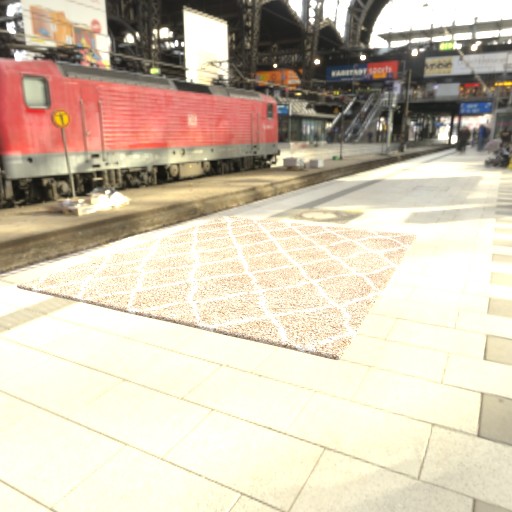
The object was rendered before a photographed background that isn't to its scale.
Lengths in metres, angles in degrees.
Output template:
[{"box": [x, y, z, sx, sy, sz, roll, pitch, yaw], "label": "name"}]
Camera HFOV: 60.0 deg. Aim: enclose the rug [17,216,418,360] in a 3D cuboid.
[{"box": [0.000, 0.000, 4.041, 2.438, 0.029, 3.047, 8, 17, 25], "label": "rug"}]
